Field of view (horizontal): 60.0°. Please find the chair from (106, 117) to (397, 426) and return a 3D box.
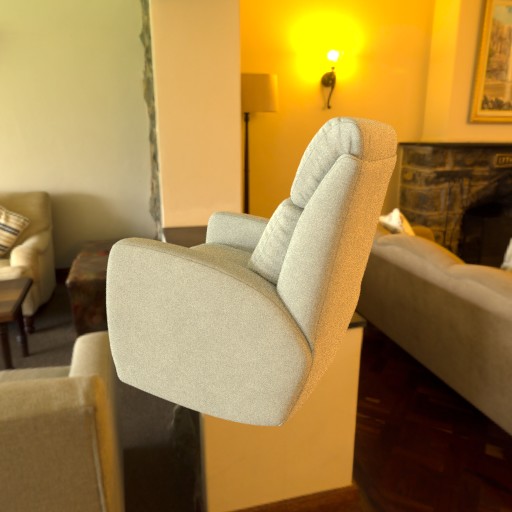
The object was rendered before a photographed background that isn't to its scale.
[{"bbox_3d":[0.000,0.000,1.732,0.941,1.015,0.812,7,17,25],"label":"chair"}]
